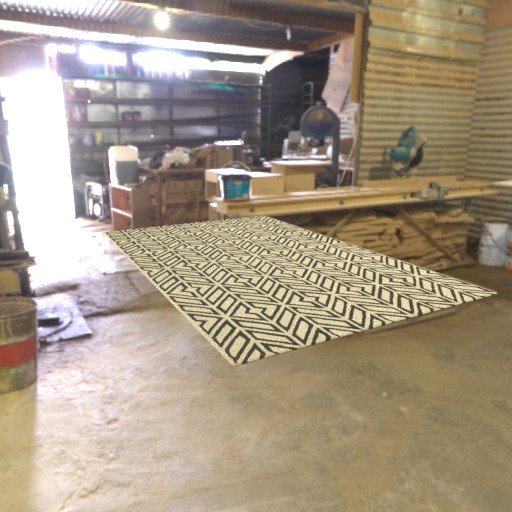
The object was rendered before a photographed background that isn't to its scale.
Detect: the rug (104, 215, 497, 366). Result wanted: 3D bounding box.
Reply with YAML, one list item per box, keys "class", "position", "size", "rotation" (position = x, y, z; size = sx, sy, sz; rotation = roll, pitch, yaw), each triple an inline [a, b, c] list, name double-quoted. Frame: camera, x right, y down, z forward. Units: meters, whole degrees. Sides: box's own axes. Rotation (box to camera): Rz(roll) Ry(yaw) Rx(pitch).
- class: "rug"
  position: [0.000, 0.000, 2.960]
  size: [1.523, 0.008, 2.438]
  rotation: [-9, 18, -28]
